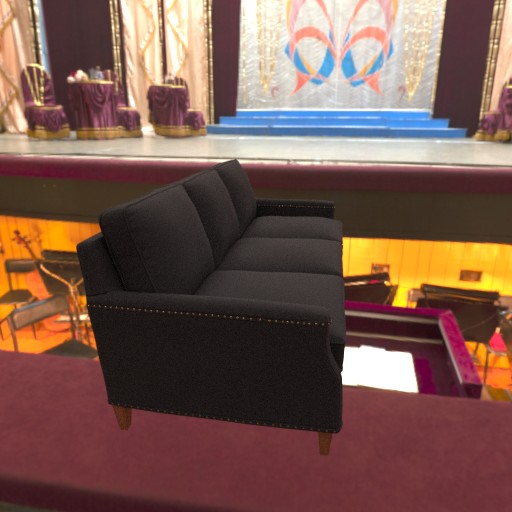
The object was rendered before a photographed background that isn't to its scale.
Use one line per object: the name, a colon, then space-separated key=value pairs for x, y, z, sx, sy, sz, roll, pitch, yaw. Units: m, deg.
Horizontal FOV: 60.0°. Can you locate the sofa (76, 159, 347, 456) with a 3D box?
sofa: x=0.000 y=0.000 z=2.758 sx=1.084 sy=1.003 sz=2.246 roll=3 pitch=18 yaw=10
